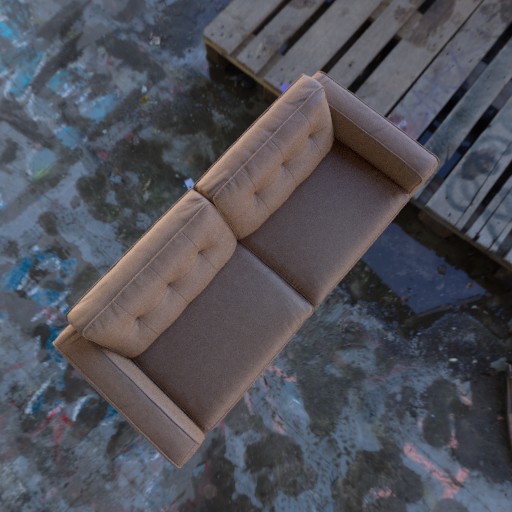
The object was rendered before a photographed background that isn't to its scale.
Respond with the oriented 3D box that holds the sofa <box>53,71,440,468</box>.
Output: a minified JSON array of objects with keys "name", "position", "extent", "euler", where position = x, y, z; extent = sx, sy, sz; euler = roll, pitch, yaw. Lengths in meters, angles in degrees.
[{"name":"sofa","position":[0.000,0.000,2.648],"extent":[0.953,0.780,2.270],"euler":[41,79,9]}]
